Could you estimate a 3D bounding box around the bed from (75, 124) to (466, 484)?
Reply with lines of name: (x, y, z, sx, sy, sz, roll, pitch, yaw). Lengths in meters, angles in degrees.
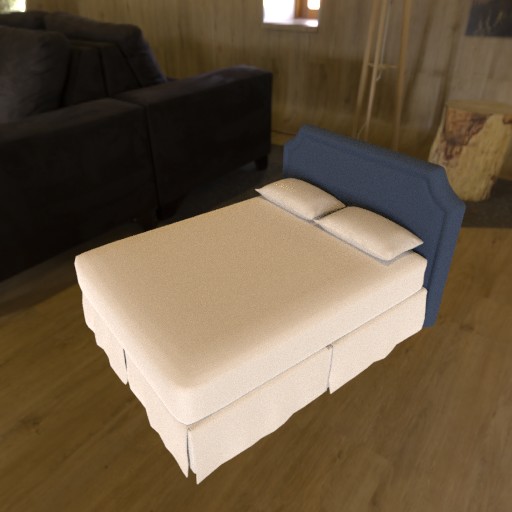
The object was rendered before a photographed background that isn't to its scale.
bed: (0.000, 0.000, 3.272, 2.260, 1.297, 1.831, -22, 38, -31)
